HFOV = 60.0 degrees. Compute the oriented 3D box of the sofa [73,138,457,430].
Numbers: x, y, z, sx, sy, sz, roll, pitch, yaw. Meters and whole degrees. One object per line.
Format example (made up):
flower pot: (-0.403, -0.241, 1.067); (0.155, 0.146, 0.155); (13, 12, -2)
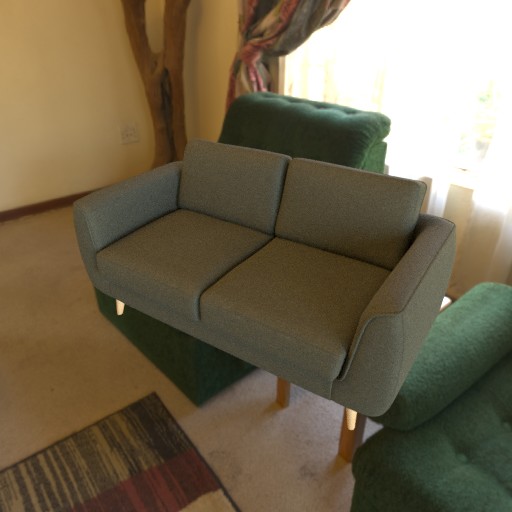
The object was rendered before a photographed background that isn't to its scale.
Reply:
sofa: (0.000, 0.000, 2.191); (1.700, 0.850, 0.920); (18, 34, 29)
